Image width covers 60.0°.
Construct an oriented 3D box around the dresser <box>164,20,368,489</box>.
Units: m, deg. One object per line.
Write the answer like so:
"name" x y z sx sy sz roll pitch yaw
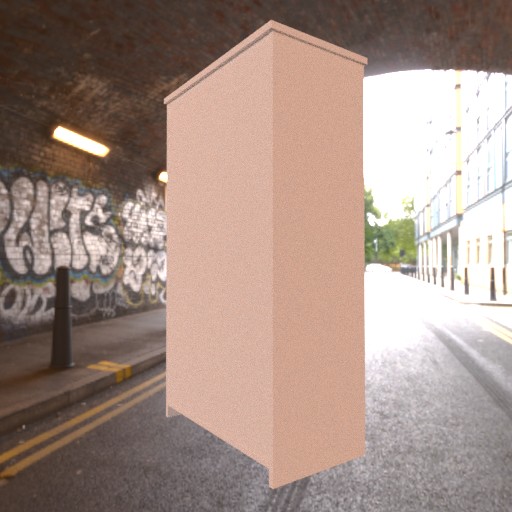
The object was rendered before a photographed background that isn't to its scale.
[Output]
"dresser" 0.000 0.000 1.581 0.399 1.255 0.704 1 -1 -35
